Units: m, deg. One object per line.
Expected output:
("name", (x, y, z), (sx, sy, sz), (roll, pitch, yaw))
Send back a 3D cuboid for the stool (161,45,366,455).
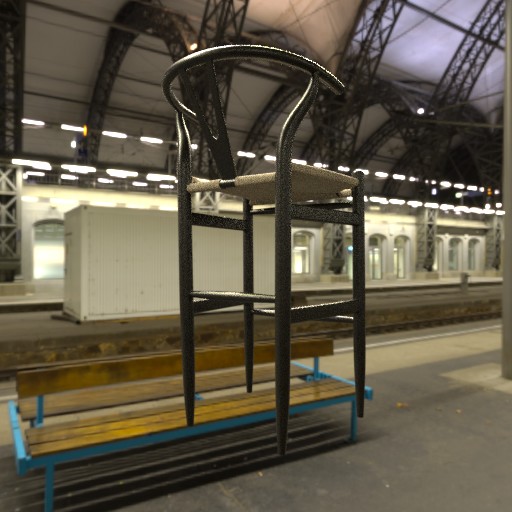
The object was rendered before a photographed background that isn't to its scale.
("stool", (0.000, 0.000, 1.398), (0.569, 1.072, 0.579), (0, 0, 36))
